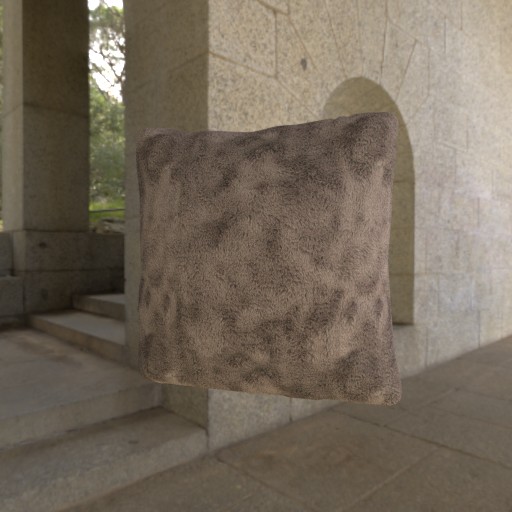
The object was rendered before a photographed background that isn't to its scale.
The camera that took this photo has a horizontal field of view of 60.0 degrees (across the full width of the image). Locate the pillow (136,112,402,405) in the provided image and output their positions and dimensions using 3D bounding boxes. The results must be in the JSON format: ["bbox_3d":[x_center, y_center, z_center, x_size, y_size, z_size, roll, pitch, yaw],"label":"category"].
[{"bbox_3d":[0.000,0.000,0.832,0.522,0.520,0.204,0,1,17],"label":"pillow"}]
